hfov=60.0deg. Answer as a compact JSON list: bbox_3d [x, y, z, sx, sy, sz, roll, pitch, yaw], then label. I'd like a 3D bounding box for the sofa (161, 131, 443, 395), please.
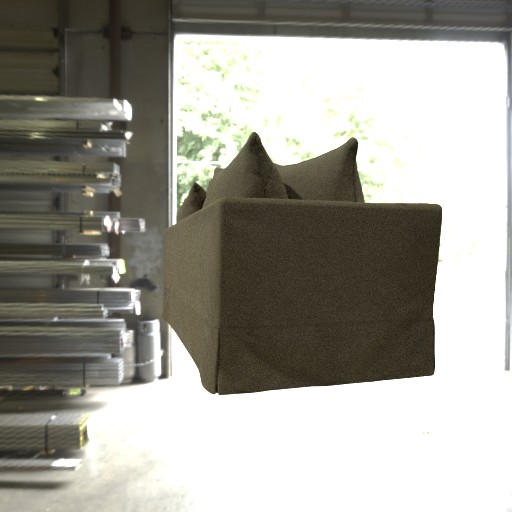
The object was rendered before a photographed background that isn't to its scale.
[{"bbox_3d":[0.000,0.000,2.826,1.031,1.034,2.290,0,0,-17],"label":"sofa"}]
